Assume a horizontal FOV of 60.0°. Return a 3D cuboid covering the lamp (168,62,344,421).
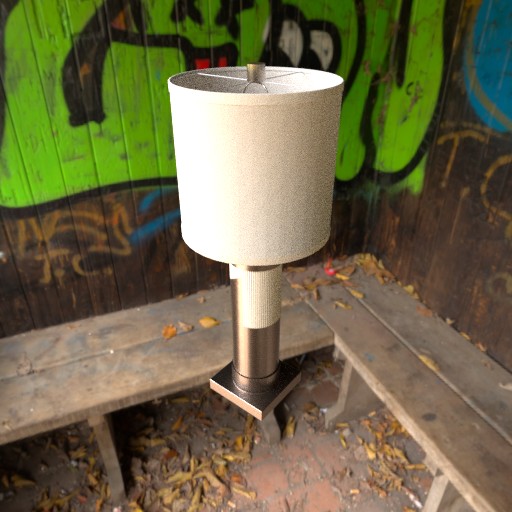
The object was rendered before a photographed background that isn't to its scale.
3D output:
[{"bbox_3d":[0.000,0.000,0.635,0.202,0.509,0.202,22,37,33],"label":"lamp"}]
